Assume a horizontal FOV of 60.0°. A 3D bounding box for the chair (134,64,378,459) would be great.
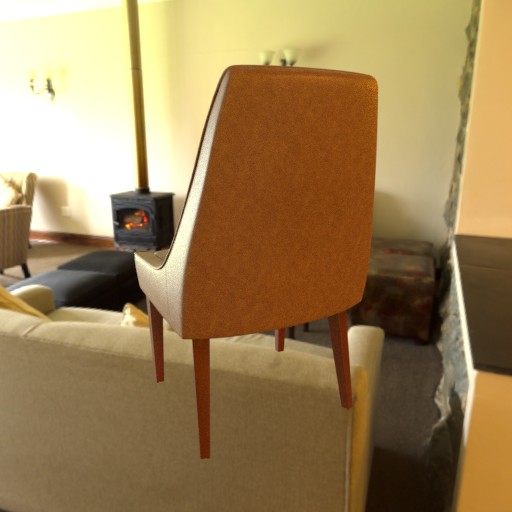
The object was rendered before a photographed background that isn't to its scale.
[{"bbox_3d":[0.000,0.000,1.171,0.529,0.861,0.544,-8,17,-27],"label":"chair"}]
